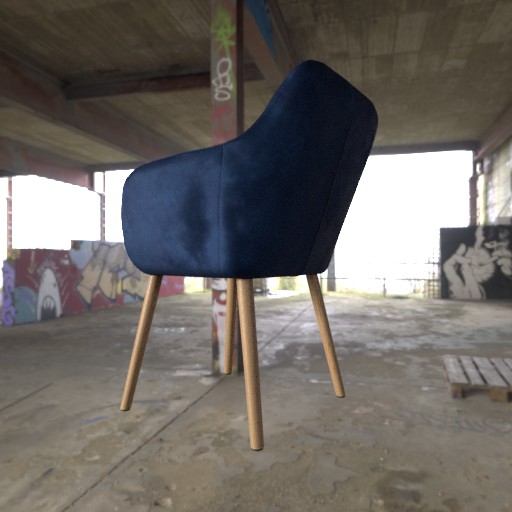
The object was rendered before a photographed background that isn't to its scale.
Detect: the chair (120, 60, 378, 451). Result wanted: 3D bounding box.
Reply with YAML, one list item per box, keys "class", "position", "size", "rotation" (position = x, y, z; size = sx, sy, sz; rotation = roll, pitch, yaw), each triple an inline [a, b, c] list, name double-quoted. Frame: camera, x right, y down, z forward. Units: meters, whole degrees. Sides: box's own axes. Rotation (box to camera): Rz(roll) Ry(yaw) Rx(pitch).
- class: "chair"
  position: [0.000, 0.000, 1.214]
  size: [0.573, 0.826, 0.578]
  rotation: [0, 0, 35]
